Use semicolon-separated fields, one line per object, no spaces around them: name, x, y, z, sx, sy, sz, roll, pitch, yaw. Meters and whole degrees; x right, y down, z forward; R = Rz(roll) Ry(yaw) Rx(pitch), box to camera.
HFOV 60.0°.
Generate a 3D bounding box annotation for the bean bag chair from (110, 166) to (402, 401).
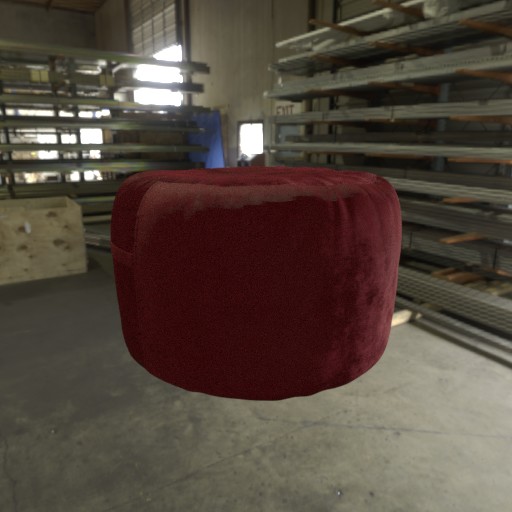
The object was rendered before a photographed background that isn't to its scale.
bean bag chair;0.000;0.000;1.970;1.219;0.762;1.219;0;14;0
